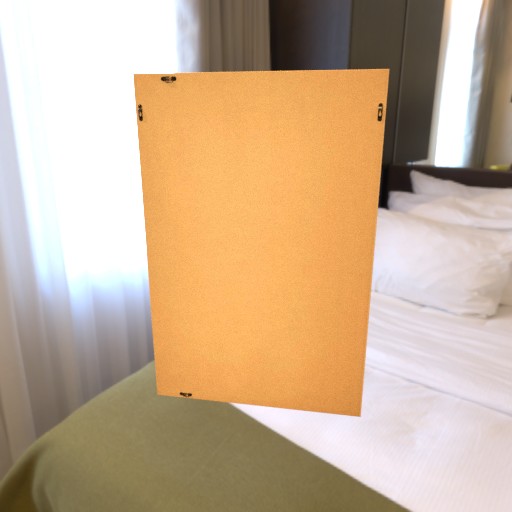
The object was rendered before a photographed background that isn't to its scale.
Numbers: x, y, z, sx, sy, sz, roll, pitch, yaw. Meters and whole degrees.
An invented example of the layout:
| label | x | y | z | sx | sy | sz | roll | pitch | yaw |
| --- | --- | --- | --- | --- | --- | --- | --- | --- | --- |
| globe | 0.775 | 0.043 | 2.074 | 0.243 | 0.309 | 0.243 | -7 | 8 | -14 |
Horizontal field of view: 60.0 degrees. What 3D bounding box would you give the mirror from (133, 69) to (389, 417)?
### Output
| label | x | y | z | sx | sy | sz | roll | pitch | yaw |
| --- | --- | --- | --- | --- | --- | --- | --- | --- | --- |
| mirror | 0.000 | 0.000 | 1.188 | 0.609 | 0.915 | 0.041 | 3 | 18 | 10 |
